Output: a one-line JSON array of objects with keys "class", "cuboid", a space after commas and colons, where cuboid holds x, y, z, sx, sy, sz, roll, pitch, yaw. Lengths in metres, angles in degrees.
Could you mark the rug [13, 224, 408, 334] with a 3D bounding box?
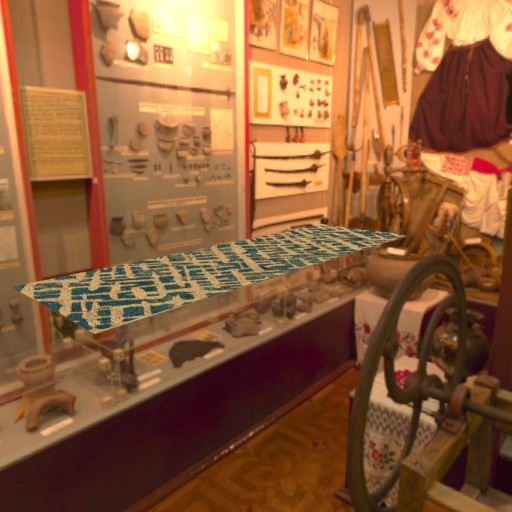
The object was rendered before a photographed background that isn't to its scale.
[{"class": "rug", "cuboid": [0.000, 0.000, 2.650, 0.768, 0.011, 2.446, 12, 18, 42]}]
